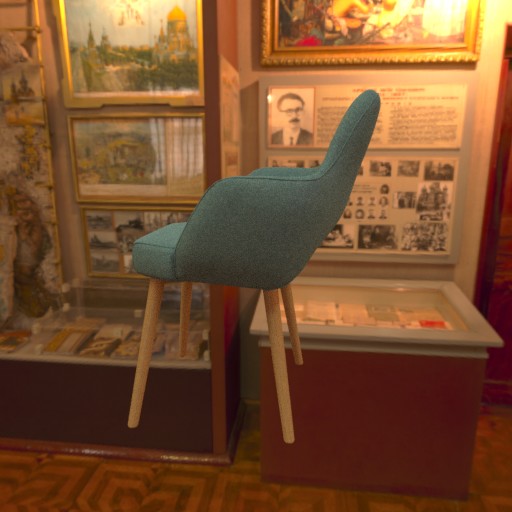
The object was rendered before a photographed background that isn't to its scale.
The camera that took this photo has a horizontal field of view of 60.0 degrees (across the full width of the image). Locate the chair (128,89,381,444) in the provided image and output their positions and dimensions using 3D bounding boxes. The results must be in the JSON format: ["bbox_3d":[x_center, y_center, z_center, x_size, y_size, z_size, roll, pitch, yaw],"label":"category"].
[{"bbox_3d":[0.000,0.000,1.324,0.666,0.920,0.589,2,14,9],"label":"chair"}]
